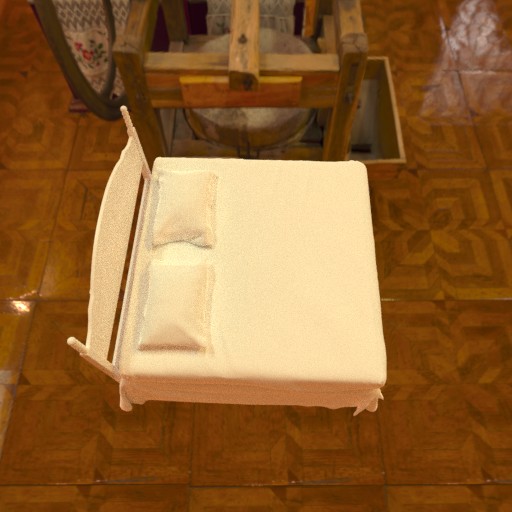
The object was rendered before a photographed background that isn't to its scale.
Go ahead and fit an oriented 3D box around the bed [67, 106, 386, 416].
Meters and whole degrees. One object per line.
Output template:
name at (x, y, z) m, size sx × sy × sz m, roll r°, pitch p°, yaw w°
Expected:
bed at (0.000, 0.000, 3.630) m, size 2.219 × 1.355 × 2.322 m, roll 2°, pitch 63°, yaw 1°
